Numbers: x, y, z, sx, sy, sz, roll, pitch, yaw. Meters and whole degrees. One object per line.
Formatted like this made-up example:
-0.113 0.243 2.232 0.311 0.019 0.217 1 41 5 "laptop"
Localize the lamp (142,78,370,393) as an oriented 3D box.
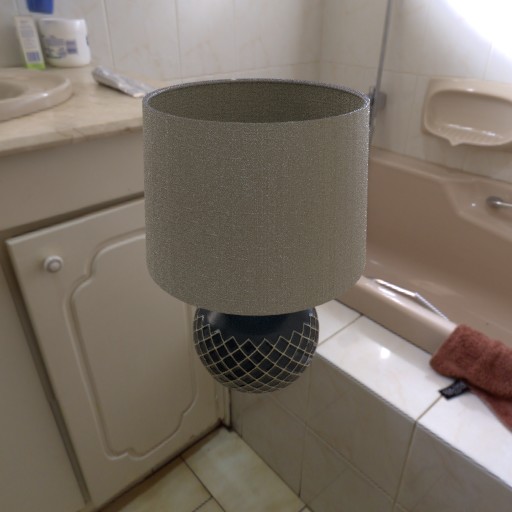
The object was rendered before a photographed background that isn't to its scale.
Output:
0.000 0.000 0.782 0.376 0.540 0.376 0 30 0 "lamp"
